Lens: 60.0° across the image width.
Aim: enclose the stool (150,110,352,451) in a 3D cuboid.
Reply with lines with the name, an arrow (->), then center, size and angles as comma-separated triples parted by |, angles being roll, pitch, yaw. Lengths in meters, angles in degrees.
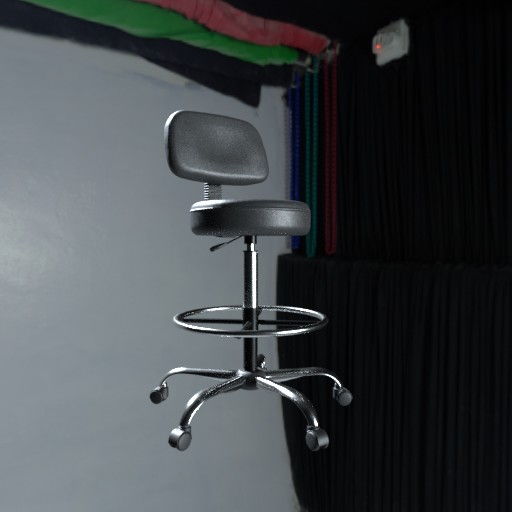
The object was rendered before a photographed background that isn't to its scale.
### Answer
stool -> 0.000, 0.000, 1.476 | 0.694, 1.069, 0.658 | -1, 2, -35
